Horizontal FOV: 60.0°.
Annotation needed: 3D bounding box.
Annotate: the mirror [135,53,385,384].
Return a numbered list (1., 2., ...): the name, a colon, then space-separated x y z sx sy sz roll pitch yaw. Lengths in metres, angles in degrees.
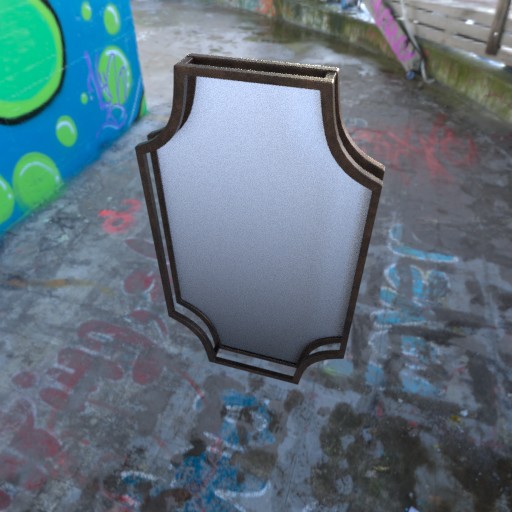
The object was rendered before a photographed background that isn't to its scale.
1. mirror: 0.000 0.000 0.978 0.462 0.811 0.066 11 43 12
